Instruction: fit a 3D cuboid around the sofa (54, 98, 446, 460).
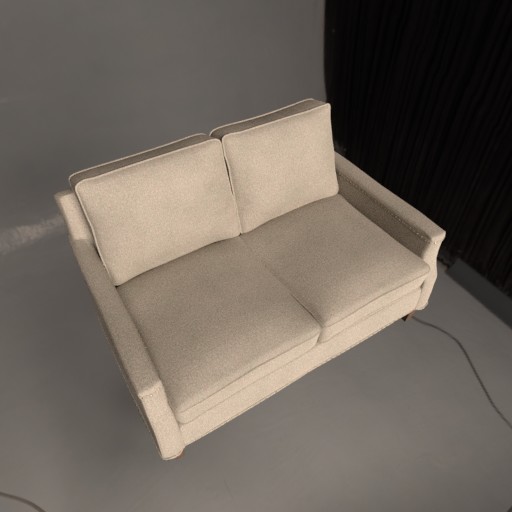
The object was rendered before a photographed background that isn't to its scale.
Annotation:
[{"bbox_3d":[0.000,0.000,2.217,1.597,1.003,1.084,-24,51,-22],"label":"sofa"}]
